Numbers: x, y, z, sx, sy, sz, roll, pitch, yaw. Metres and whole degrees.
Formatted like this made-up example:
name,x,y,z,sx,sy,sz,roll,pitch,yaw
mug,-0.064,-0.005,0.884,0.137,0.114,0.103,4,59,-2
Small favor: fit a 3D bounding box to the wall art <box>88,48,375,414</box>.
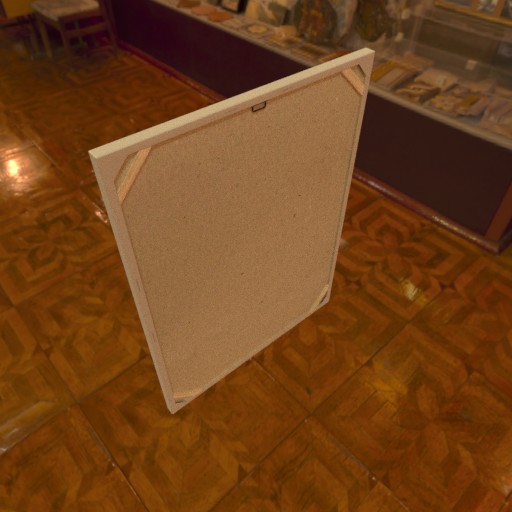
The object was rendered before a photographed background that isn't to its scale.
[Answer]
name,x,y,z,sx,sy,sz,roll,pitch,yaw
wall art,0.000,0.000,1.584,0.914,1.212,0.038,-31,53,-27
